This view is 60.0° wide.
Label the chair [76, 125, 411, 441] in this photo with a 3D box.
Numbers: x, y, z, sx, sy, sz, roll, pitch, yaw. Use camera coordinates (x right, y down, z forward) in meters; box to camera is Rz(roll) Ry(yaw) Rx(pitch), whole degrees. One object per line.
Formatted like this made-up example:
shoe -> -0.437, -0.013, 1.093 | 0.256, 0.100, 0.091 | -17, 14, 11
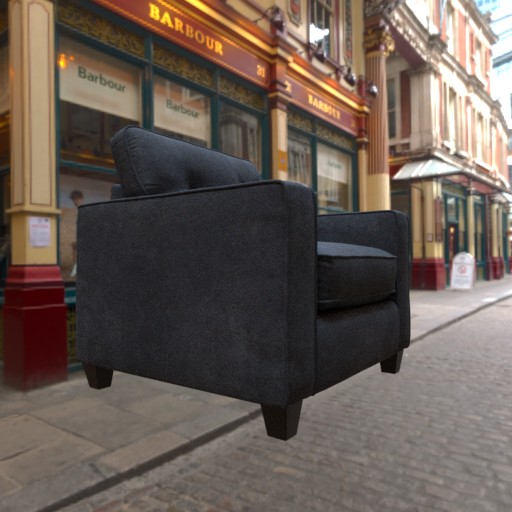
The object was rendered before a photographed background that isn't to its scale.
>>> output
chair -> 0.000, 0.000, 1.746 | 0.939, 0.965, 1.015 | 0, -1, 36
